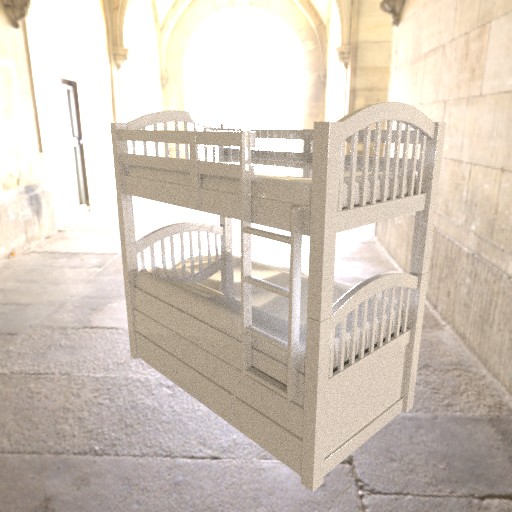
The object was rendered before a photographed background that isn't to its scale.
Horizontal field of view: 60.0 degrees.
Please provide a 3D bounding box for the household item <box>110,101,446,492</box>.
[{"bbox_3d":[0.000,0.000,3.185,1.143,2.032,2.032,-15,22,-41],"label":"household item"}]
